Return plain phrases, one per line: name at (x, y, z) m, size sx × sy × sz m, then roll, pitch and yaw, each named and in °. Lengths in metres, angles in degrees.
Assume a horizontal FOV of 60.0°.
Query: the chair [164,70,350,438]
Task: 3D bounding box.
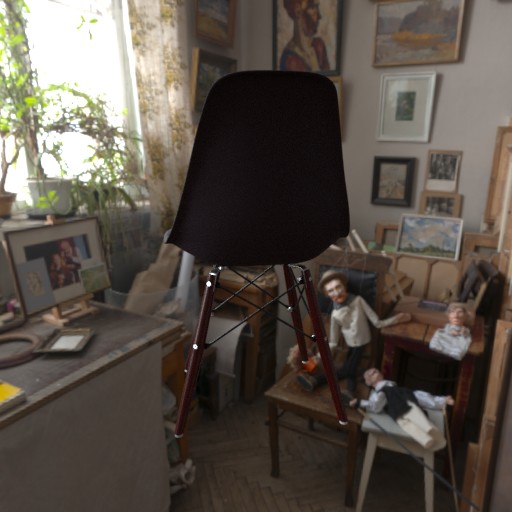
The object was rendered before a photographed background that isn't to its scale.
chair at (0.000, 0.000, 1.150) m, size 0.470 × 0.826 × 0.533 m, roll -2°, pitch 15°, yaw -9°
